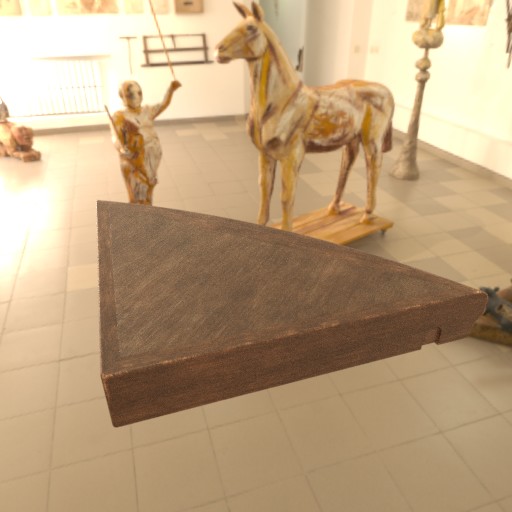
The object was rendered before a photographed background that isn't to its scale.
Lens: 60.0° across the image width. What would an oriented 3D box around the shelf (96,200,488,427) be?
[{"bbox_3d":[0.000,0.000,0.463,0.310,0.050,0.310,-9,32,-16],"label":"shelf"}]
